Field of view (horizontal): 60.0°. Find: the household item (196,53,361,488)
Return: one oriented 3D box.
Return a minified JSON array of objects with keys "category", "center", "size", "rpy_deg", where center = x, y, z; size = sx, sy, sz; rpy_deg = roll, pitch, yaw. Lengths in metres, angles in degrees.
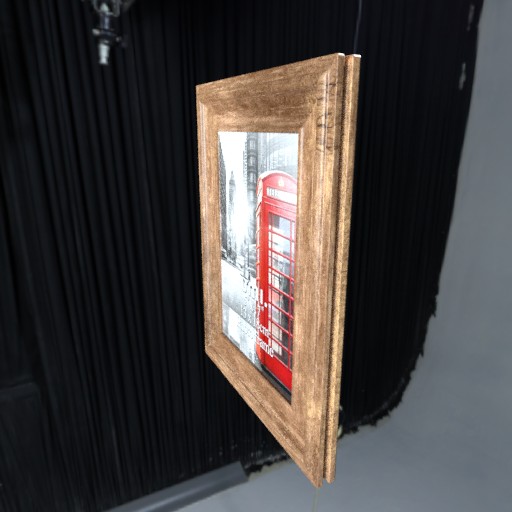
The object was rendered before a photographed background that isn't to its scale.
[{"category":"household item","center":[0.000,0.000,0.311],"size":[0.018,0.237,0.186],"rpy_deg":[-8,18,-26]}]
